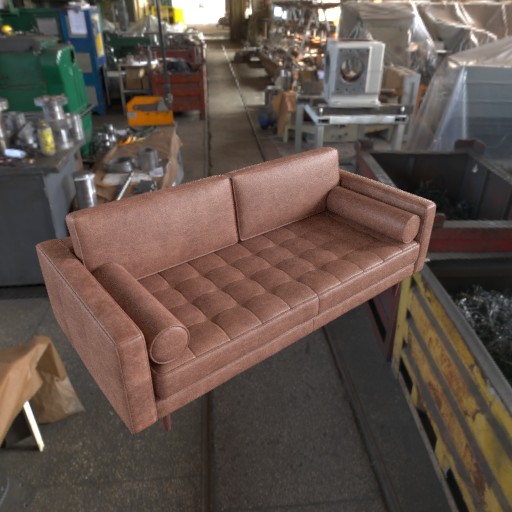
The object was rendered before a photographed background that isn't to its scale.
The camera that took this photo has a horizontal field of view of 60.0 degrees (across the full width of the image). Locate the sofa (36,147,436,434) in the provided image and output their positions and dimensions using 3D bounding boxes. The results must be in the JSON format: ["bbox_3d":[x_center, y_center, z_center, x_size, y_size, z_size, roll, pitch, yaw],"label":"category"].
[{"bbox_3d":[0.000,0.000,2.290,1.870,0.760,0.910,-22,37,-33],"label":"sofa"}]
